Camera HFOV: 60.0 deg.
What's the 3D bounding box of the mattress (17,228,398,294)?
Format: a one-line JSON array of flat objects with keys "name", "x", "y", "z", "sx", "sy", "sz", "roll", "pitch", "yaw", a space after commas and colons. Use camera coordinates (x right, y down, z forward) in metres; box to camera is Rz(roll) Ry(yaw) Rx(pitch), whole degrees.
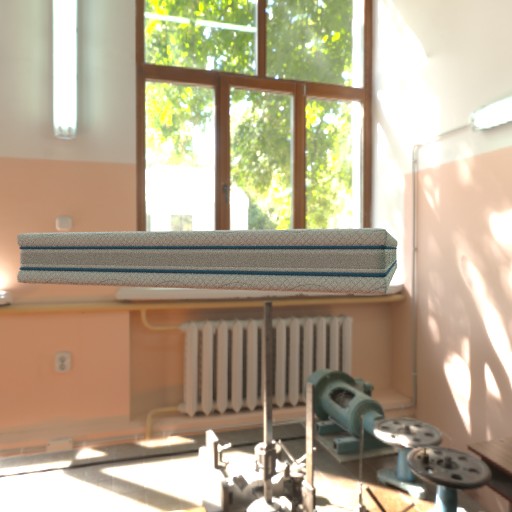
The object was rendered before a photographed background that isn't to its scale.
[{"name": "mattress", "x": 0.000, "y": 0.000, "z": 2.682, "sx": 1.600, "sy": 0.230, "sz": 2.000, "roll": 0, "pitch": 1, "yaw": 19}]
